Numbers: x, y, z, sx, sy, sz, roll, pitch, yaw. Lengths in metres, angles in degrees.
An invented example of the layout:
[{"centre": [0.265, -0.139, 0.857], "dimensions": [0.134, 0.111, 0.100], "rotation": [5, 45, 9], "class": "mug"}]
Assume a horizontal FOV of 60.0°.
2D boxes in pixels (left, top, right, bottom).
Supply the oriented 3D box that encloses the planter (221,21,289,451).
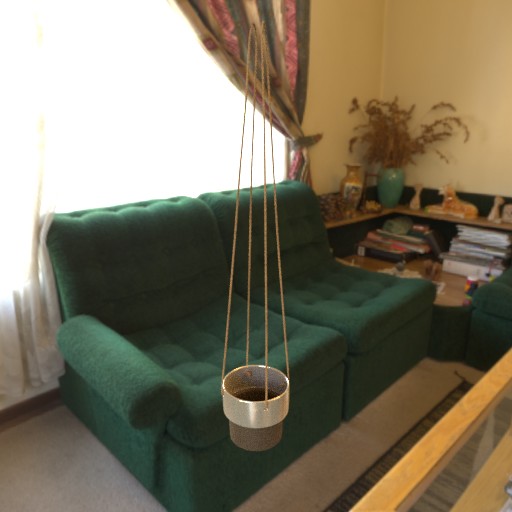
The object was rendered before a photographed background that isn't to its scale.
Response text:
[{"centre": [0.000, 0.000, 1.129], "dimensions": [0.187, 1.073, 0.187], "rotation": [9, 19, 27], "class": "planter"}]
